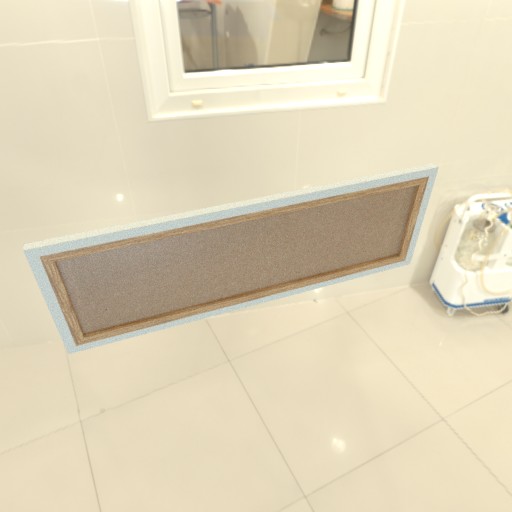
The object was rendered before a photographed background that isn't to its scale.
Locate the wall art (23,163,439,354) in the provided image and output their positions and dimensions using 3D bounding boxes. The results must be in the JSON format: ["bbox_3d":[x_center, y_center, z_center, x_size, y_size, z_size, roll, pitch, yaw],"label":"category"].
[{"bbox_3d":[0.000,0.000,1.722,1.520,0.507,0.039,-13,42,-15],"label":"wall art"}]
